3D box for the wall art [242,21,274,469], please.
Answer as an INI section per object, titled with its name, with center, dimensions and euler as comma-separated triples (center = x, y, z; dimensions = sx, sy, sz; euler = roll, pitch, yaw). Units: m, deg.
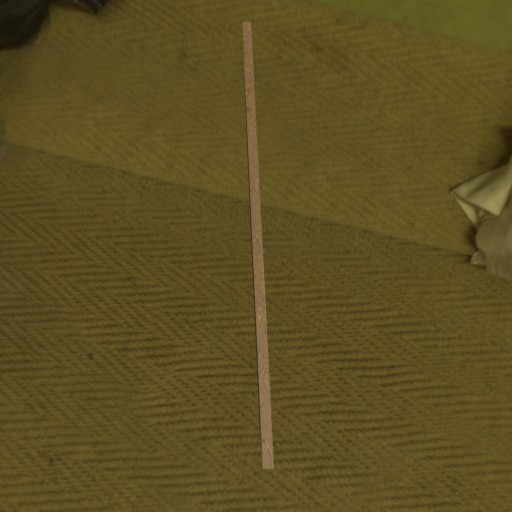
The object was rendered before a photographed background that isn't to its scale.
[wall art]
center = 0.000, 0.000, 1.173
dimensions = 0.019, 0.626, 0.917
euler = -3, 75, -1
